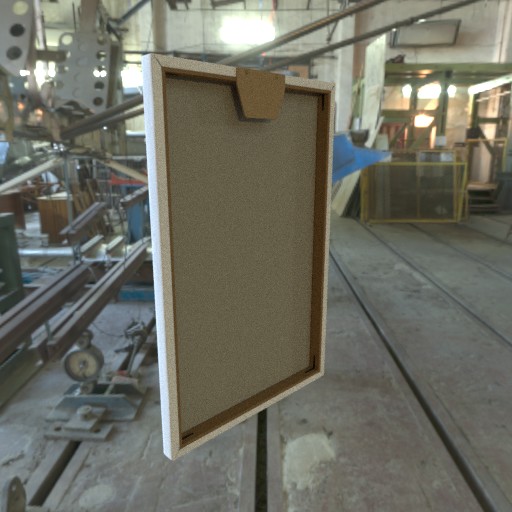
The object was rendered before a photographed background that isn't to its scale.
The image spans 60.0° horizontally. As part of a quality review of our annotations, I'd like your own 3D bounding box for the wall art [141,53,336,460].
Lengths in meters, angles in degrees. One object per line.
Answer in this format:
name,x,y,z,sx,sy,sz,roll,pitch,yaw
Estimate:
wall art,0.000,0.000,1.180,0.602,0.916,0.048,-13,19,-43
